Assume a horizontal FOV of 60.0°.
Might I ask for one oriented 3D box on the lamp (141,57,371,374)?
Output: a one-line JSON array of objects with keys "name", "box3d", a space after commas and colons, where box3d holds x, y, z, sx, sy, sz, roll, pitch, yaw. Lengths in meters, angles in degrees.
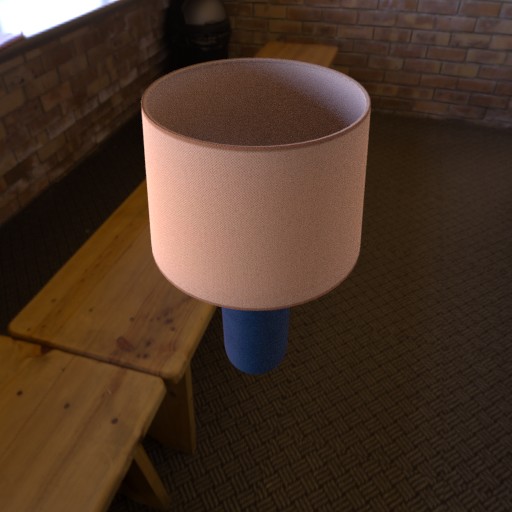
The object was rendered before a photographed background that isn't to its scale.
[{"name": "lamp", "box3d": [0.000, 0.000, 0.827, 0.367, 0.609, 0.367, 0, 41, 0]}]
